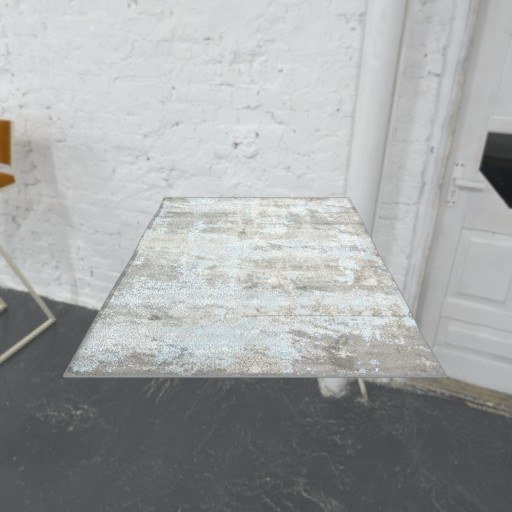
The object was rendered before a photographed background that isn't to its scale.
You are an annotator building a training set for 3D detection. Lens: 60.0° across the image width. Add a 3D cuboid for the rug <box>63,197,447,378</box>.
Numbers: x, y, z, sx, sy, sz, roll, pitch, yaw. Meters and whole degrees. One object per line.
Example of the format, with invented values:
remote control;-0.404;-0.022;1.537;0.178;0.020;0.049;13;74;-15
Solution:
rug;0.000;0.000;4.219;2.393;0.013;3.307;0;27;0
